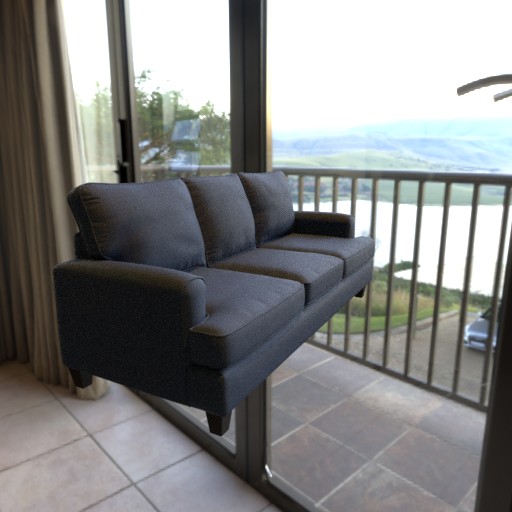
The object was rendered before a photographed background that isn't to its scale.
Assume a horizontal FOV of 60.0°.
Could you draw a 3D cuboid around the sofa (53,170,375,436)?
[{"bbox_3d":[0.000,0.000,2.692,0.951,0.965,2.158,7,15,28],"label":"sofa"}]
